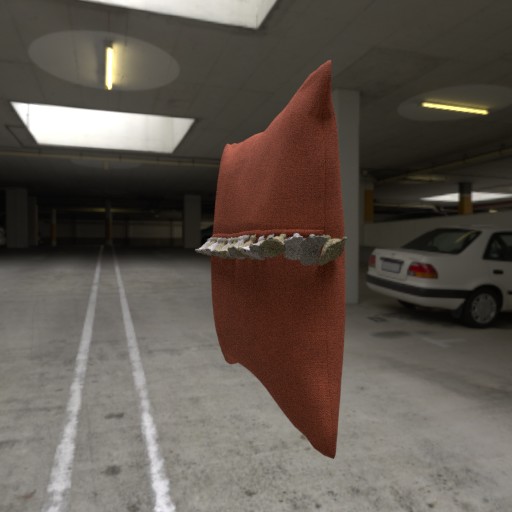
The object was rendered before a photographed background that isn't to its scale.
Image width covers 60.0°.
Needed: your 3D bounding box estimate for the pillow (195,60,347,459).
[{"bbox_3d":[0.000,0.000,0.745,0.165,0.482,0.490,0,1,-19],"label":"pillow"}]
